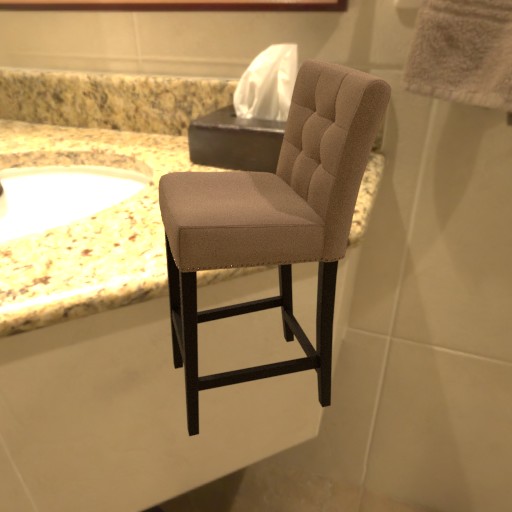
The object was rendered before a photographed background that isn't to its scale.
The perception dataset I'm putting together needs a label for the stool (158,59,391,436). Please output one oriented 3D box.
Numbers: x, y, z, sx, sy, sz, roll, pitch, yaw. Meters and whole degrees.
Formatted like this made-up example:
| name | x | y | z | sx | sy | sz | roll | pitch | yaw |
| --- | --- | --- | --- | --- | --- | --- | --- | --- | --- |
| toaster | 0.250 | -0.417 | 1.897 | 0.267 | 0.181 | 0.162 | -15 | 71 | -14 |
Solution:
| name | x | y | z | sx | sy | sz | roll | pitch | yaw |
| --- | --- | --- | --- | --- | --- | --- | --- | --- | --- |
| stool | 0.000 | 0.000 | 1.345 | 0.548 | 1.047 | 0.411 | -9 | 32 | -15 |
